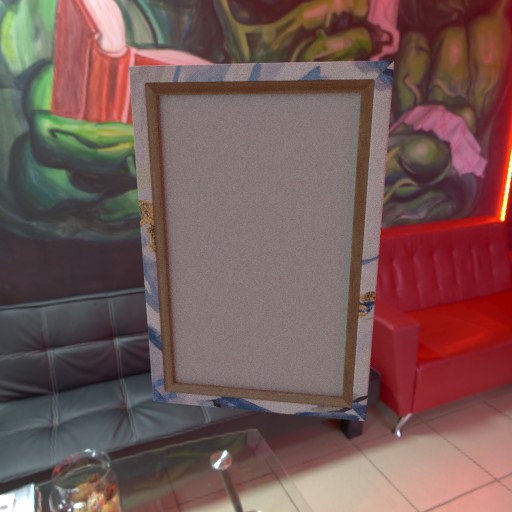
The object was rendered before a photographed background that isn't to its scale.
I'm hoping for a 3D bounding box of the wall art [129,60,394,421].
[{"bbox_3d":[0.000,0.000,1.138,0.610,0.914,0.016,2,16,8],"label":"wall art"}]
